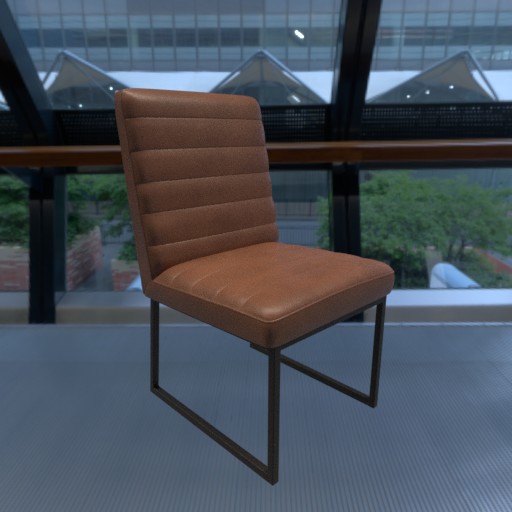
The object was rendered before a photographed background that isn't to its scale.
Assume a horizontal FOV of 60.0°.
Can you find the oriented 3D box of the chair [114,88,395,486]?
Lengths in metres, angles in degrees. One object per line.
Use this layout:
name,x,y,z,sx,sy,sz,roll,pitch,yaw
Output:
chair,0.000,0.000,1.293,0.520,0.930,0.634,-15,21,-42
